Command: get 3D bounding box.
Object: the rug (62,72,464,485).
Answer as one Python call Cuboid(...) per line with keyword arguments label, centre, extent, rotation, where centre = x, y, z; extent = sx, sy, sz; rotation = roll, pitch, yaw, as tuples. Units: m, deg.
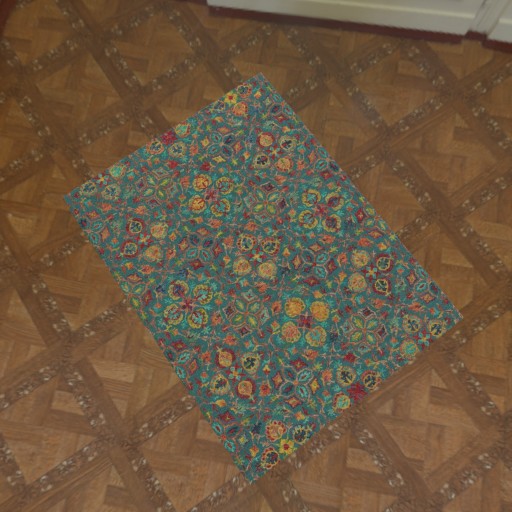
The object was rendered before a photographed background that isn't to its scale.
Cuboid(label="rug", centre=(0.000, 0.000, 4.236), extent=(2.434, 0.025, 3.204), rotation=(-35, 79, -8))
